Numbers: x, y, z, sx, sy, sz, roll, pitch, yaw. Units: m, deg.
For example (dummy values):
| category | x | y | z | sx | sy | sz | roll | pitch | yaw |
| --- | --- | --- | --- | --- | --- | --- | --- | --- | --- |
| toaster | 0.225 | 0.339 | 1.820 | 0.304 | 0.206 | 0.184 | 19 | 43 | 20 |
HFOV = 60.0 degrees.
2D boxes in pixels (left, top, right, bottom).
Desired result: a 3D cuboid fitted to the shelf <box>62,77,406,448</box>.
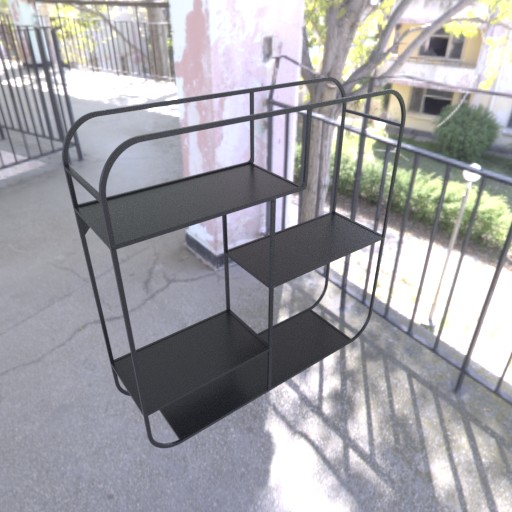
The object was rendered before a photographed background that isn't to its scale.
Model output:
| category | x | y | z | sx | sy | sz | roll | pitch | yaw |
| --- | --- | --- | --- | --- | --- | --- | --- | --- | --- |
| shelf | 0.000 | 0.000 | 0.881 | 0.600 | 0.600 | 0.160 | -21 | 37 | -31 |
